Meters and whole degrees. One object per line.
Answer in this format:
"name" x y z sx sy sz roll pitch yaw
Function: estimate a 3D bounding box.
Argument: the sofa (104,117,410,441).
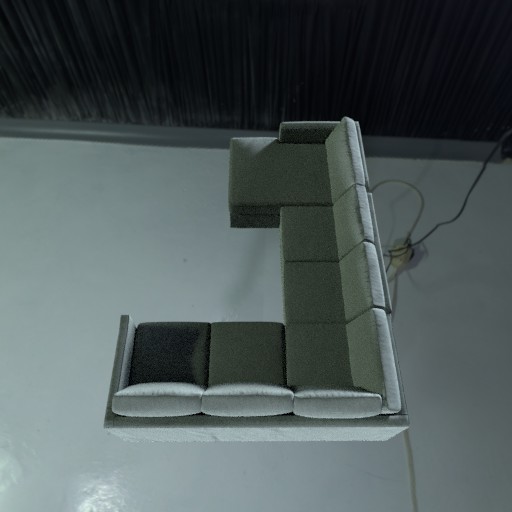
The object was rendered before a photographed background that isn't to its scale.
"sofa" 0.000 0.000 4.560 2.440 0.869 3.434 0 59 0
